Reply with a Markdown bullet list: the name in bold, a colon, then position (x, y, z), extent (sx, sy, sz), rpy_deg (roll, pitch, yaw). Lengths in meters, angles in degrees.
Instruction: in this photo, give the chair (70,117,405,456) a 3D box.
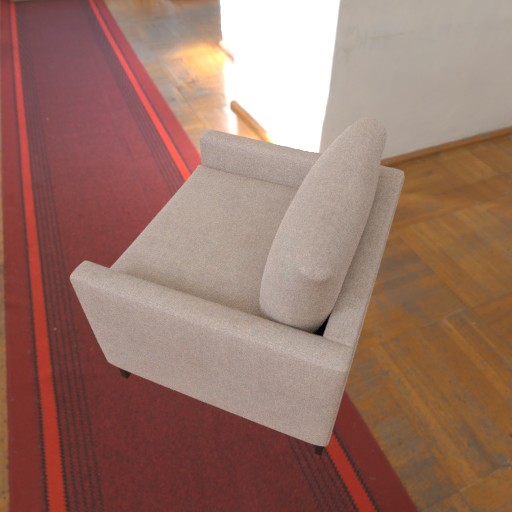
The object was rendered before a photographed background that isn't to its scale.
- **chair**: position (0.000, 0.000, 1.638), extent (0.866, 0.861, 0.963), rpy_deg (16, 47, 15)
